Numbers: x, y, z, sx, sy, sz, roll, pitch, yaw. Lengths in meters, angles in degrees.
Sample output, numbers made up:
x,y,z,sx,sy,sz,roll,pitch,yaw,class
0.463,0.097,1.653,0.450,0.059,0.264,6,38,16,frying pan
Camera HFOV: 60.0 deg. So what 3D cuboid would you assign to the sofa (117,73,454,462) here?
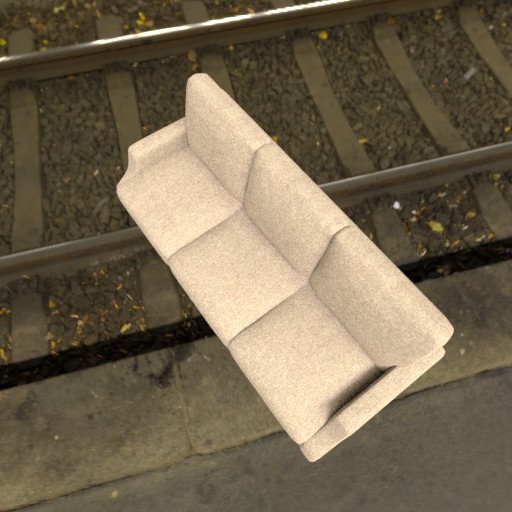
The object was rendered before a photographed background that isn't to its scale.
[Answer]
x,y,z,sx,sy,sz,roll,pitch,yaw,class
0.000,0.000,2.601,0.888,0.984,2.115,-33,68,-16,sofa
